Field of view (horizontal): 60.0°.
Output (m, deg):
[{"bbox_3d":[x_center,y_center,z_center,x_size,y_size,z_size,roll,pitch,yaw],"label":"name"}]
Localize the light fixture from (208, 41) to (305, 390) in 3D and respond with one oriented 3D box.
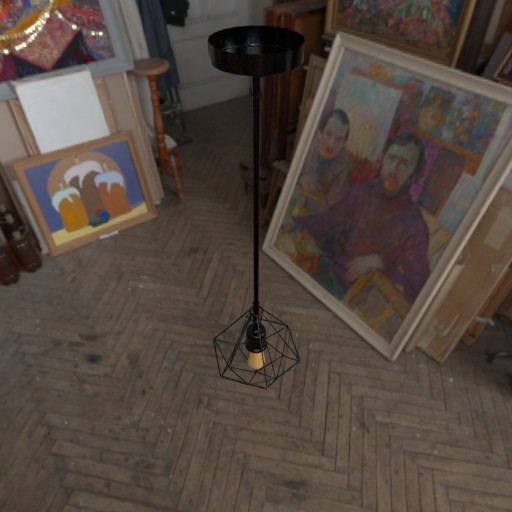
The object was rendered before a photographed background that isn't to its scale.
[{"bbox_3d":[0.000,0.000,1.931,0.487,1.764,0.431,12,43,13],"label":"light fixture"}]
